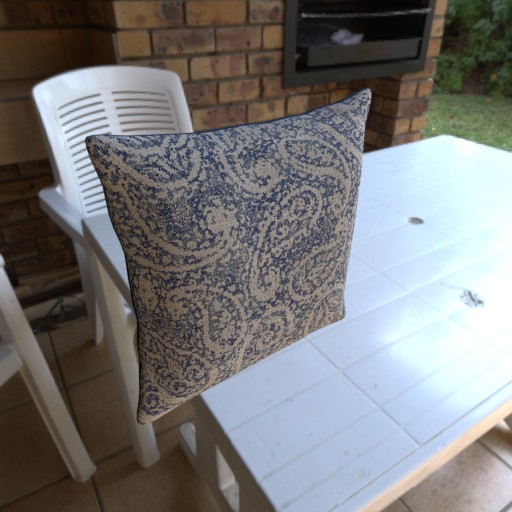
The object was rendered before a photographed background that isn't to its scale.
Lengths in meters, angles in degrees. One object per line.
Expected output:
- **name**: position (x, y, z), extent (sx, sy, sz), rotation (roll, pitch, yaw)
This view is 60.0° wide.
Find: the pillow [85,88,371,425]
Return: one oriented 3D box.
- **pillow**: position (0.000, 0.000, 0.787), extent (0.523, 0.510, 0.166), rotation (-21, 37, -31)
